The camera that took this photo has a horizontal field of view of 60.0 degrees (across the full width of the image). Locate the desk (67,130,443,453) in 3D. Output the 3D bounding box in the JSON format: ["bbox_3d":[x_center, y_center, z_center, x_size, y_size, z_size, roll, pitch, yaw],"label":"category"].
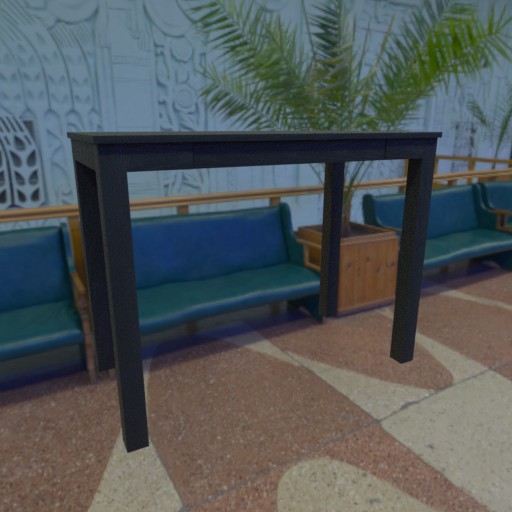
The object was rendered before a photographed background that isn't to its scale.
[{"bbox_3d":[0.000,0.000,1.415,0.991,0.762,0.499,-8,18,-27],"label":"desk"}]
